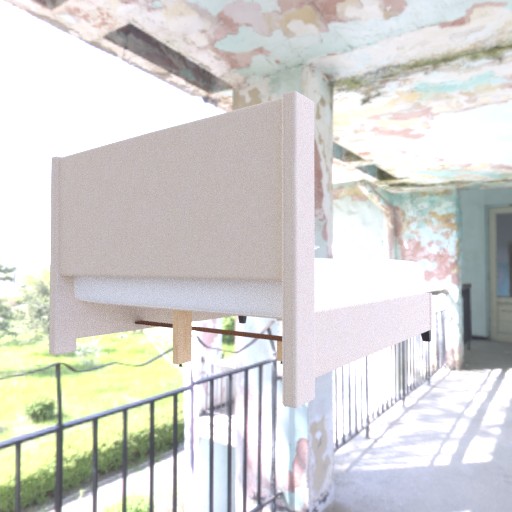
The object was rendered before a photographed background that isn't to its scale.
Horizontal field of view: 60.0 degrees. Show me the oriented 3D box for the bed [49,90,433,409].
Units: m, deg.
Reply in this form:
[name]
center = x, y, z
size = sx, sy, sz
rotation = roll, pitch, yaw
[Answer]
[bed]
center = 0.000, 0.000, 3.586
size = 2.145, 1.471, 2.293
rotation = -1, -2, 36
